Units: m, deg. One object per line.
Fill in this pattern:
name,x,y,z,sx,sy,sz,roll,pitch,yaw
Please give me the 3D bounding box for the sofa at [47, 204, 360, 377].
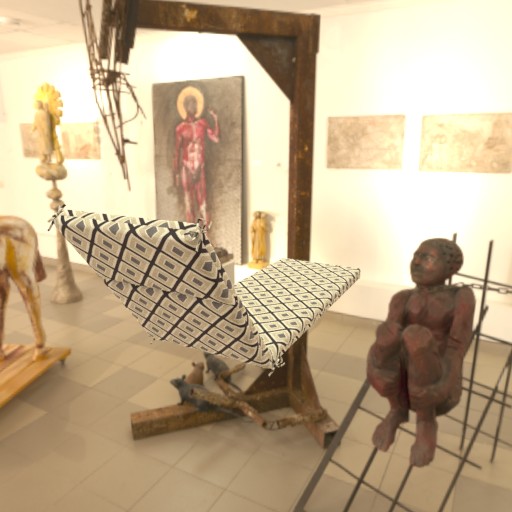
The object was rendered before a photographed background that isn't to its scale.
sofa,0.000,0.000,1.956,0.582,0.622,1.663,8,17,27
